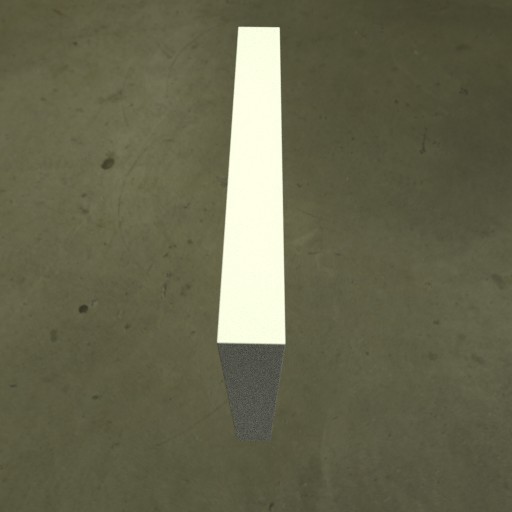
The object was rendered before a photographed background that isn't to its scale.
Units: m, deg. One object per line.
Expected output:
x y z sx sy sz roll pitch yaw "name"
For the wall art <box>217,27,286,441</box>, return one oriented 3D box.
0.000 0.000 0.455 0.038 0.305 0.305 1 58 1 "wall art"
